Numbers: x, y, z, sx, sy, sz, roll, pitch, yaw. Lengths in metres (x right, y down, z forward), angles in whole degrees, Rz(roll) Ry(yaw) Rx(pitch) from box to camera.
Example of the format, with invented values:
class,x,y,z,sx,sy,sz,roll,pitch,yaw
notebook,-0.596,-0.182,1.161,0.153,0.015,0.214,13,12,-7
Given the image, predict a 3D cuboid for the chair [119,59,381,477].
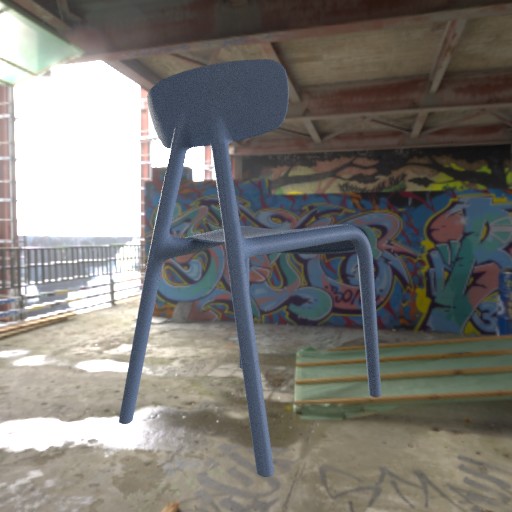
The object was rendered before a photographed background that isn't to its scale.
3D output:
class,x,y,z,sx,sy,sz,roll,pitch,yaw
chair,0.000,0.000,0.836,0.356,0.580,0.401,2,3,35
